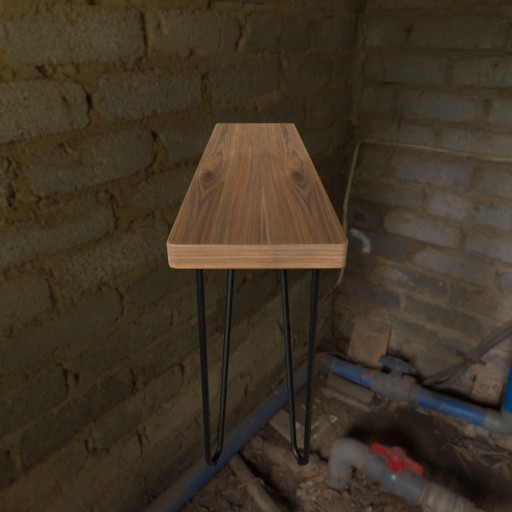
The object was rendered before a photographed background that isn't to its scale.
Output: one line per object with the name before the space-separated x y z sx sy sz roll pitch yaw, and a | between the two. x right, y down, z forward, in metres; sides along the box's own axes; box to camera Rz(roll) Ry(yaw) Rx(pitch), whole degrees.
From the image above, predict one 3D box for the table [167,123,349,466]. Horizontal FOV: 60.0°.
table | 0.000 0.000 1.893 0.425 0.834 1.570 0 26 0
